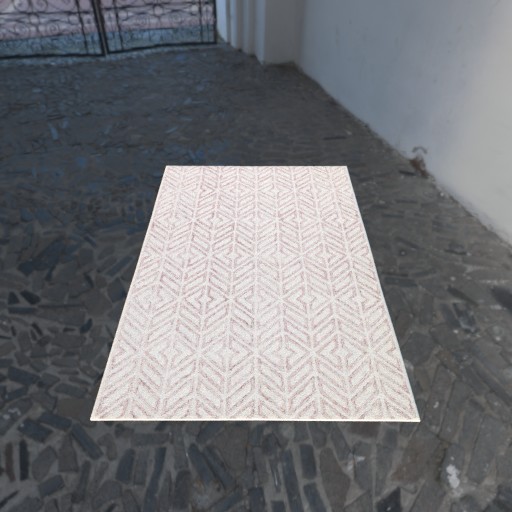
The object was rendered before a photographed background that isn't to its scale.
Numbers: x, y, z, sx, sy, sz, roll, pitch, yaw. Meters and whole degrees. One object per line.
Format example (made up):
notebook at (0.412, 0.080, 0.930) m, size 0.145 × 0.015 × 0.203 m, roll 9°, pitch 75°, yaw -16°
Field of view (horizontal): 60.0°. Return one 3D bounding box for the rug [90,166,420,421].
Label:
rug at (0.000, 0.000, 2.318) m, size 1.220 × 0.007 × 1.828 m, roll 0°, pitch 42°, yaw 0°
